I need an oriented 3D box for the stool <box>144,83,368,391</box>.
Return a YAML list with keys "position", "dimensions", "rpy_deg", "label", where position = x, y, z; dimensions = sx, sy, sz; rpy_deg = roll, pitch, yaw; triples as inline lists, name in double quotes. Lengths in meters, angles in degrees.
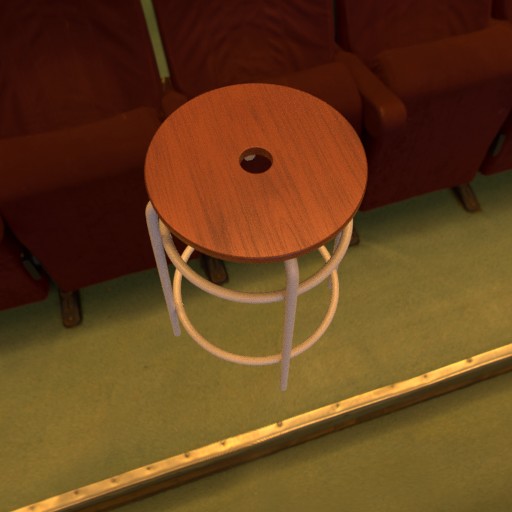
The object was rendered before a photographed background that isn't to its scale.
- position: [0.000, 0.000, 0.934]
  dimensions: [0.455, 0.610, 0.455]
  rpy_deg: [-16, 63, -8]
  label: "stool"
